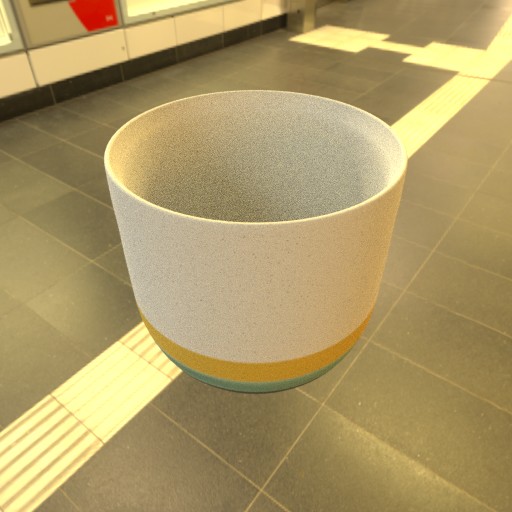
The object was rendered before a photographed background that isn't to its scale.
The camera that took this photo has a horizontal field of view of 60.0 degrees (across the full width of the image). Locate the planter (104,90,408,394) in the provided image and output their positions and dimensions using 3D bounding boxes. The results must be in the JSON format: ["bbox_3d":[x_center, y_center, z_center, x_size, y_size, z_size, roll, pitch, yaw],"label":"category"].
[{"bbox_3d":[0.000,0.000,0.485,0.268,0.270,0.268,0,39,0],"label":"planter"}]
